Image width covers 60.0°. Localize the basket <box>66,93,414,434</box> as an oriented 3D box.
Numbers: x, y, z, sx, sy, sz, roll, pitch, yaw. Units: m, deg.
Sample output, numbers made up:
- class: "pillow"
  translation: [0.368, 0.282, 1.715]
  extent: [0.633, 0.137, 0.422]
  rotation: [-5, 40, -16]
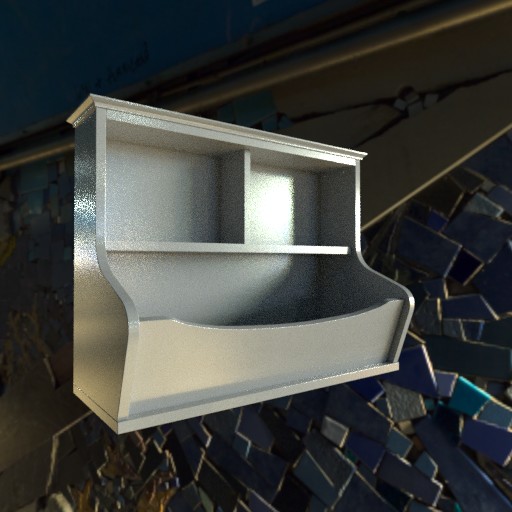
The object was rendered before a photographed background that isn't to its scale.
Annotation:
- class: "basket"
  translation: [0.000, 0.000, 1.060]
  extent: [0.780, 0.600, 0.350]
  rotation: [1, -1, -36]
